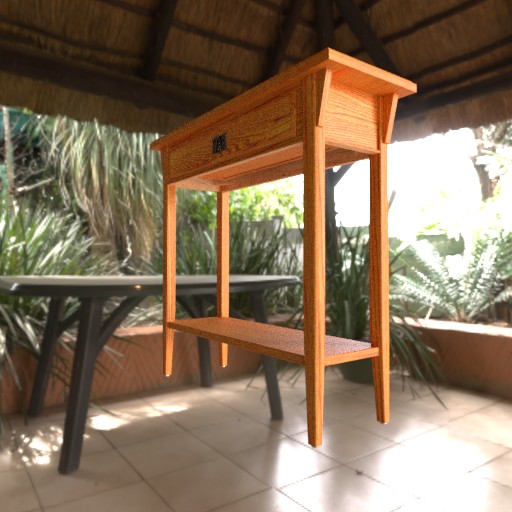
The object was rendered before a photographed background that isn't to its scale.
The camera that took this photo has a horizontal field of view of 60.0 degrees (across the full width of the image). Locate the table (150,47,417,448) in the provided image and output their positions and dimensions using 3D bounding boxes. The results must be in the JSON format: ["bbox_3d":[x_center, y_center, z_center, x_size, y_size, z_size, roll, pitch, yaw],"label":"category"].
[{"bbox_3d":[0.000,0.000,1.133,0.254,0.711,0.762,1,-1,-36],"label":"table"}]
